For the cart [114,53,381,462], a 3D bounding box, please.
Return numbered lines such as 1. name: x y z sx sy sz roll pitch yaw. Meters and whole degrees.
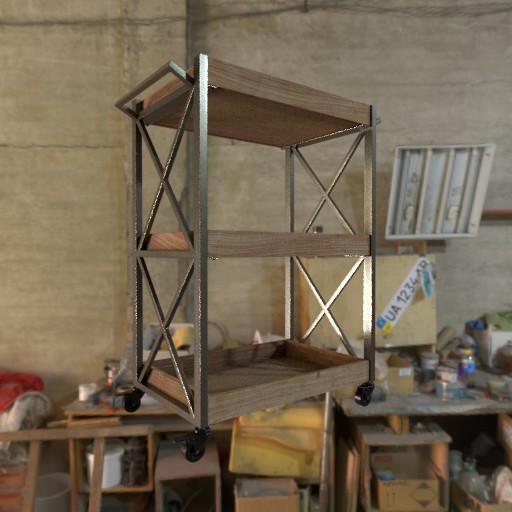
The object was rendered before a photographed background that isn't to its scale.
1. cart: 0.000 0.000 1.221 0.673 0.835 0.377 -1 1 -37
